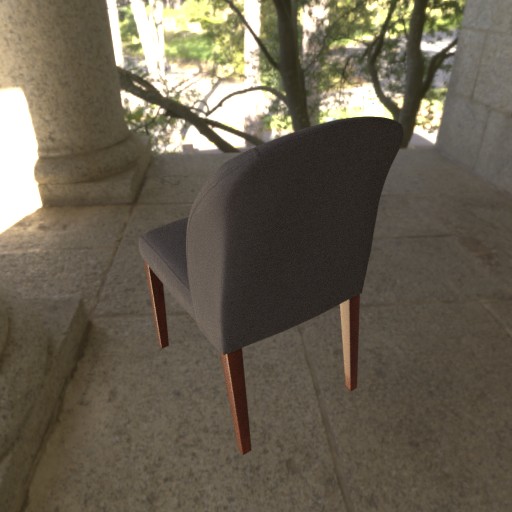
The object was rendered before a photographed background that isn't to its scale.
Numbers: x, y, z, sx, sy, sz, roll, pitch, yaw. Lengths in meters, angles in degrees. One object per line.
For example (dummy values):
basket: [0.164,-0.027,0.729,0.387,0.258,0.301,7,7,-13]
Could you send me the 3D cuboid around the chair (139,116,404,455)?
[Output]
chair: [0.000,0.000,1.262,0.506,0.879,0.619,-19,35,-29]
